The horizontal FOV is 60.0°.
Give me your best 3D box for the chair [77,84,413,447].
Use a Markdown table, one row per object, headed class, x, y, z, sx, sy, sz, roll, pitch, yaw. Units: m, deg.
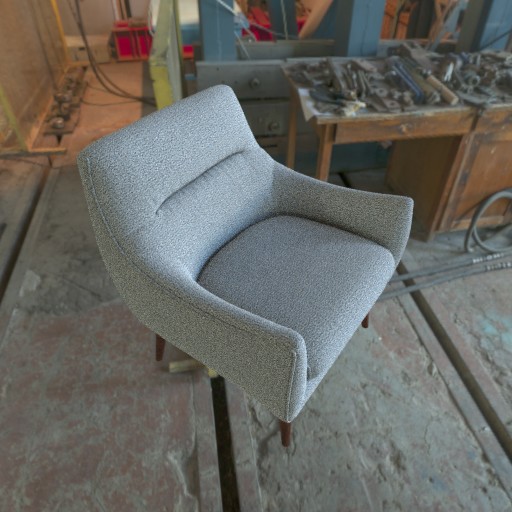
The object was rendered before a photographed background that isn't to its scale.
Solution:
| class | x | y | z | sx | sy | sz | roll | pitch | yaw |
| --- | --- | --- | --- | --- | --- | --- | --- | --- | --- |
| chair | 0.000 | 0.000 | 1.462 | 0.787 | 0.838 | 0.762 | 25 | 47 | 26 |
